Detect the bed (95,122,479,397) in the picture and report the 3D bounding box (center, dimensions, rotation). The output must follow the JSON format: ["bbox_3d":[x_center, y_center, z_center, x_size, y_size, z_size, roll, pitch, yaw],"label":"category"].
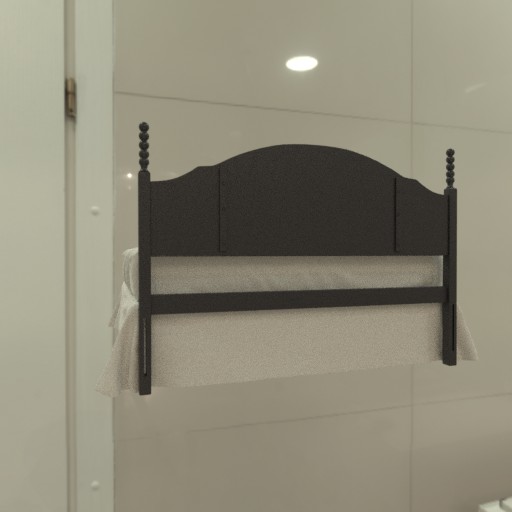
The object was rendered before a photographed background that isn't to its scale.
[{"bbox_3d":[0.000,0.000,3.509,2.322,1.355,2.219,0,1,-18],"label":"bed"}]
